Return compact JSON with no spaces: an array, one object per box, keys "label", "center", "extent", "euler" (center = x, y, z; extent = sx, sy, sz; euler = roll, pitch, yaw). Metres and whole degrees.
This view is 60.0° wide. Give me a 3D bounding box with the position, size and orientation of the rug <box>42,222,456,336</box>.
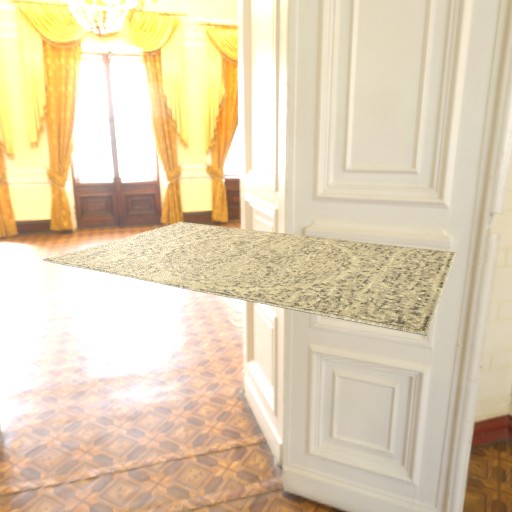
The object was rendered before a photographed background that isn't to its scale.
[{"label":"rug","center":[0.000,0.000,3.082],"extent":[2.447,0.021,1.527],"euler":[8,17,27]}]
